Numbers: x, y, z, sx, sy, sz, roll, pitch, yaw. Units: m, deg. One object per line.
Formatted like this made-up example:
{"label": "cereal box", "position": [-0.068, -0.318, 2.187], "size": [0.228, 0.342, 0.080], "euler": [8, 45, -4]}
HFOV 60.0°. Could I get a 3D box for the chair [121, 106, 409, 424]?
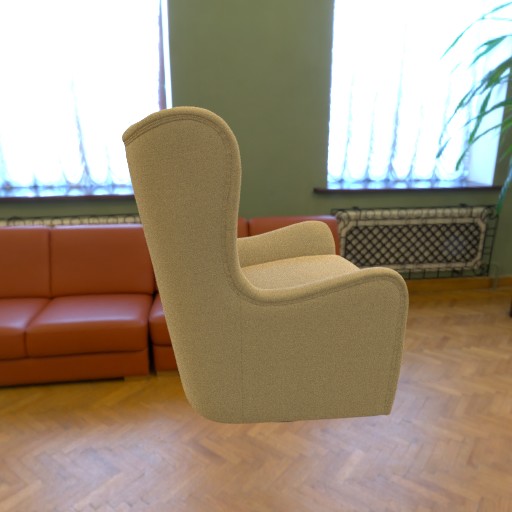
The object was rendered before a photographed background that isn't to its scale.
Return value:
{"label": "chair", "position": [0.000, 0.000, 1.732], "size": [0.929, 1.079, 0.831], "euler": [-3, 17, -9]}
